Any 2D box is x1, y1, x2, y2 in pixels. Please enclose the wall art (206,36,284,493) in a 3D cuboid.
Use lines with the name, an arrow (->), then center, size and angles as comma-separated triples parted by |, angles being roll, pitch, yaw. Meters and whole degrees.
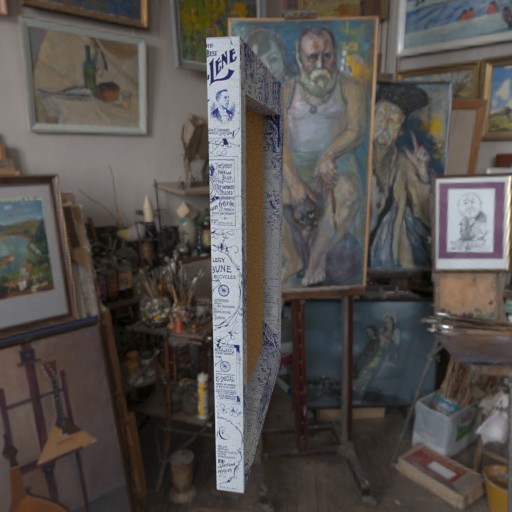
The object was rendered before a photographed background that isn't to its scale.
wall art -> 0.000, 0.000, 0.477 | 0.025, 0.376, 0.255 | 2, 13, 10
